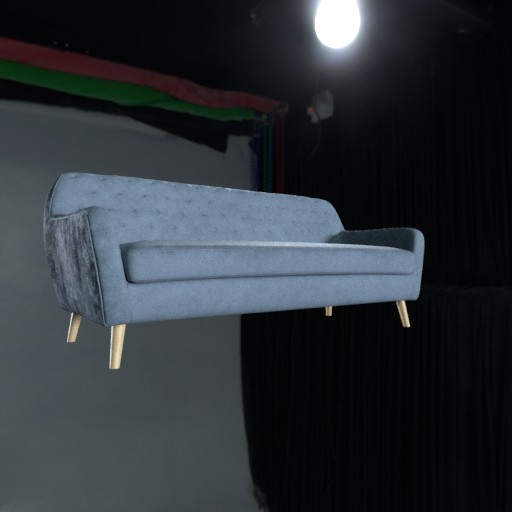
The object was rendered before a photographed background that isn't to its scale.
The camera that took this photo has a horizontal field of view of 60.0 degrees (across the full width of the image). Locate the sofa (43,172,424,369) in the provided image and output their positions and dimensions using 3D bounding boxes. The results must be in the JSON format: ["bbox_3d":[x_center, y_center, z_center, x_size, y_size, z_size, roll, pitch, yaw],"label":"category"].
[{"bbox_3d":[0.000,0.000,2.392,1.975,0.832,0.841,0,-1,-36],"label":"sofa"}]
